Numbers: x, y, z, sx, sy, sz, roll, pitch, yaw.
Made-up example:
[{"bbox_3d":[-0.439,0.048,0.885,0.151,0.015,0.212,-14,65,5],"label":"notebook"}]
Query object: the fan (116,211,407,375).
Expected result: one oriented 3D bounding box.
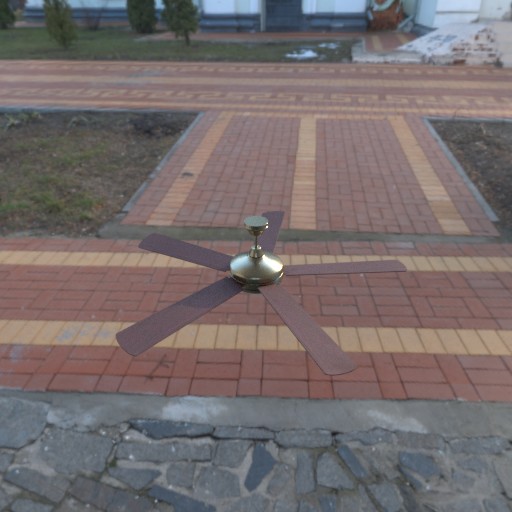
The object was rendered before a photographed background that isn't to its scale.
[{"bbox_3d":[0.000,0.000,2.014,1.321,0.356,1.321,10,32,16],"label":"fan"}]
